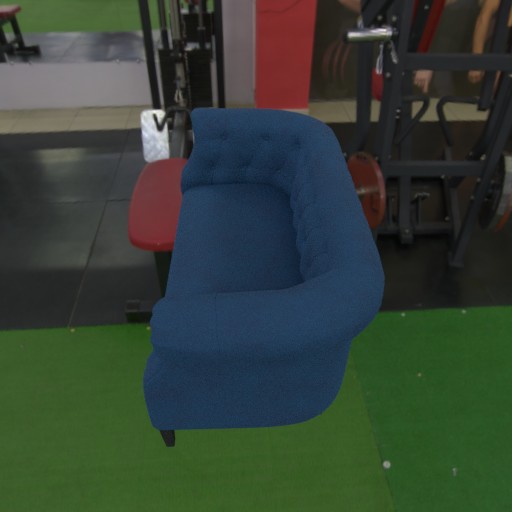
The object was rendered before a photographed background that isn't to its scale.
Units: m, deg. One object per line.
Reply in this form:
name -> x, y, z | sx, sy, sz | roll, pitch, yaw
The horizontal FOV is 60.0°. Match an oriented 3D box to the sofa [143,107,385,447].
sofa -> 0.000, 0.000, 2.040 | 0.835, 0.827, 1.558 | -1, 41, -1
